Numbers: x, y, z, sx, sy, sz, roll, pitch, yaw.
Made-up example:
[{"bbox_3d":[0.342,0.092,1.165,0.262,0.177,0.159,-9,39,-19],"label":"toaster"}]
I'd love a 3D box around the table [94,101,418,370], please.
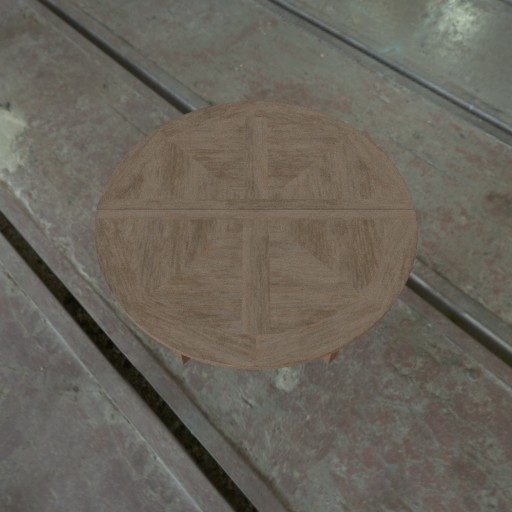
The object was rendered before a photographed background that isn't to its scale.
[{"bbox_3d":[0.000,0.000,2.165,1.319,0.762,1.319,0,59,0],"label":"table"}]
